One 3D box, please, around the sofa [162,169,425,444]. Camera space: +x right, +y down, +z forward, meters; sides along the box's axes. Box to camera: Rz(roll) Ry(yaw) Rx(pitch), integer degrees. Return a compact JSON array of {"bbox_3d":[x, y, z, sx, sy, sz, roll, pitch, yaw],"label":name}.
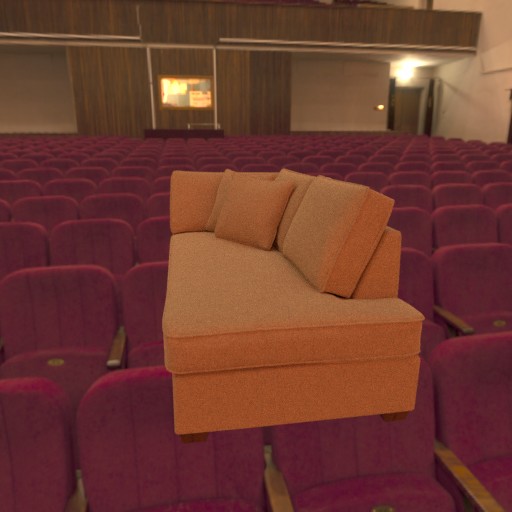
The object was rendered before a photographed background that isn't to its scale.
[{"bbox_3d":[0.000,0.000,2.817,1.110,1.033,2.237,-3,15,-9],"label":"sofa"}]
